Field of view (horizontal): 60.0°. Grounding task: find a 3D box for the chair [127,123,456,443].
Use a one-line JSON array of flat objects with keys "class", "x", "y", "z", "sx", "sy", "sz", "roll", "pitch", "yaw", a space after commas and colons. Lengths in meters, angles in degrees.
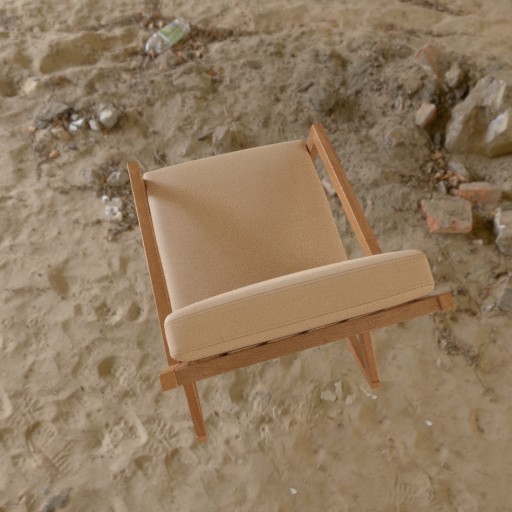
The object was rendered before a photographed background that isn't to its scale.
[{"class": "chair", "x": 0.000, "y": 0.000, "z": 1.369, "sx": 0.622, "sy": 0.790, "sz": 0.857, "roll": -14, "pitch": 59, "yaw": -9}]
